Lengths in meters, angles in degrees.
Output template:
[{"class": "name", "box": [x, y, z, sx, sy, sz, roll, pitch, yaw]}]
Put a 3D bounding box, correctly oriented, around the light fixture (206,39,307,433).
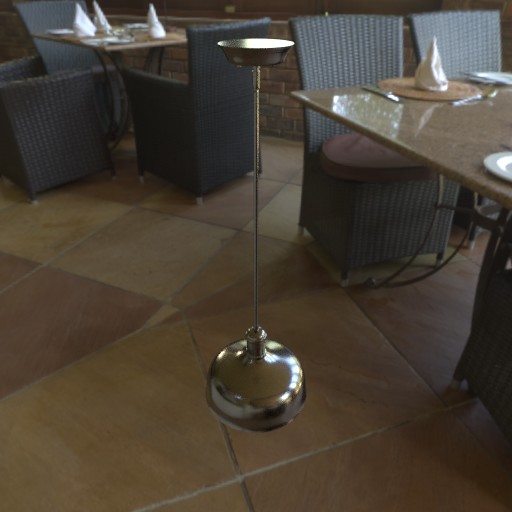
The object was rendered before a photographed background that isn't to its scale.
[{"class": "light fixture", "box": [0.000, 0.000, 1.074, 0.299, 0.935, 0.299, -9, 33, -14]}]
